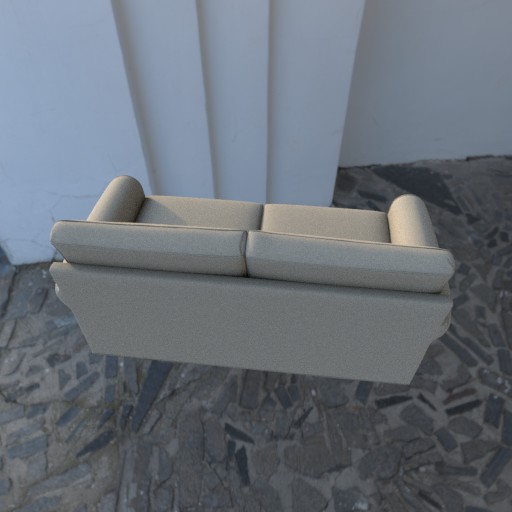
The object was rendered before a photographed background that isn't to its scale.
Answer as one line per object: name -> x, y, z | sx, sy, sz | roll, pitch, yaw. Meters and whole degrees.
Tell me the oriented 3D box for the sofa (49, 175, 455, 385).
sofa -> 0.000, 0.000, 2.416 | 1.930, 0.952, 0.940 | 5, 46, 4
